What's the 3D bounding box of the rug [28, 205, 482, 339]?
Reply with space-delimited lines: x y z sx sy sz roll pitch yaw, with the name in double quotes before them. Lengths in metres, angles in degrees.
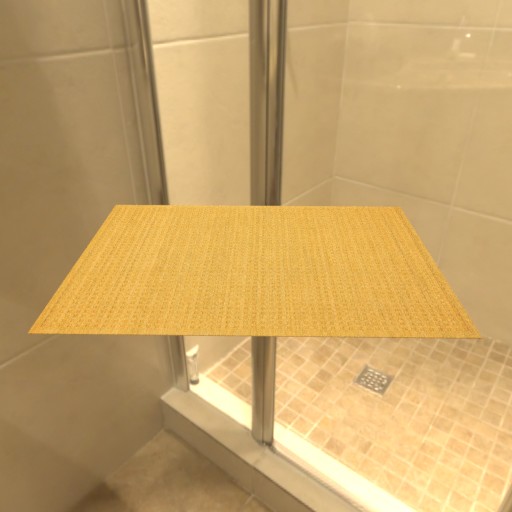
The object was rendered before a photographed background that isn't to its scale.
"rug" 0.000 0.000 3.670 2.895 0.006 1.981 0 31 1
